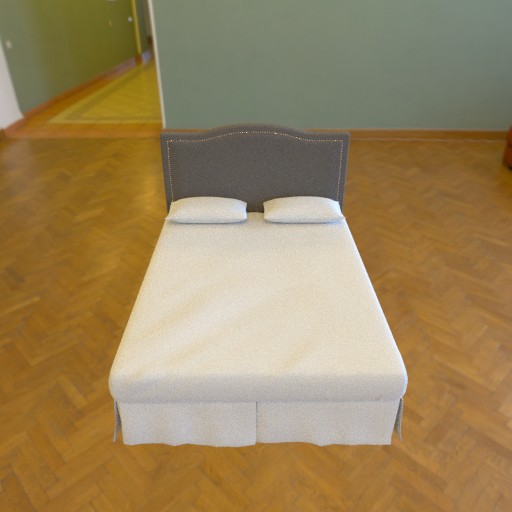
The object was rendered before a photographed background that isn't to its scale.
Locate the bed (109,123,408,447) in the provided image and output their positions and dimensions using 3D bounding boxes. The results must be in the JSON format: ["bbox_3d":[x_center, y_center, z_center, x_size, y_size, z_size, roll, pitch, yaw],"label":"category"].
[{"bbox_3d":[0.000,0.000,3.366,1.821,1.436,2.282,0,31,0],"label":"bed"}]
